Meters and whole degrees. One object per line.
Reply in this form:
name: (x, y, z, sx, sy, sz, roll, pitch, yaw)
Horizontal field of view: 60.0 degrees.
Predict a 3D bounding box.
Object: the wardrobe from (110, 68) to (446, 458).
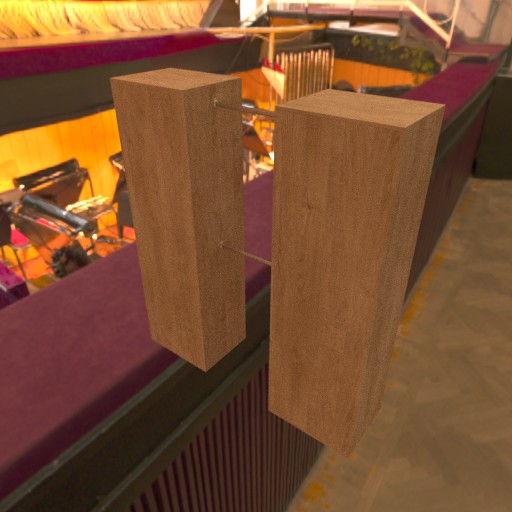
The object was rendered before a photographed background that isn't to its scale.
wardrobe: (0.000, 0.000, 2.797, 1.770, 2.000, 0.480, 21, 37, 31)
